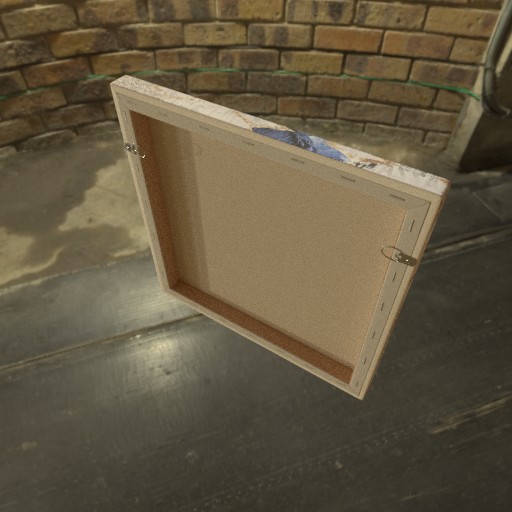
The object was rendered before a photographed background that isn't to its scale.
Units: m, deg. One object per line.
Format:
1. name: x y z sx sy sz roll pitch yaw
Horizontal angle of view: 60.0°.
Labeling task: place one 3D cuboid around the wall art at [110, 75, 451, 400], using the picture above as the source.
1. wall art: 0.000 0.000 0.773 0.507 0.508 0.038 25 52 21
